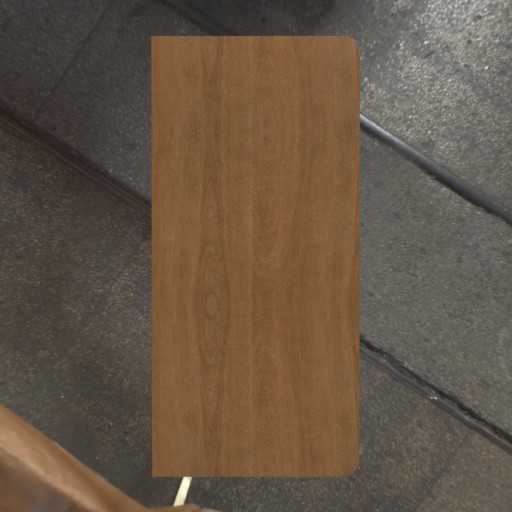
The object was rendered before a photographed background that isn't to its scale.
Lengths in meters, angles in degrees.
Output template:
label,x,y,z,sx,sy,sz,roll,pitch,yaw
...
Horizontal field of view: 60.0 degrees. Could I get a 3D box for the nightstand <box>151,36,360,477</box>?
label,x,y,z,sx,sy,sz,roll,pitch,yaw
nightstand,0.000,0.000,1.269,0.432,0.700,0.914,0,90,0
